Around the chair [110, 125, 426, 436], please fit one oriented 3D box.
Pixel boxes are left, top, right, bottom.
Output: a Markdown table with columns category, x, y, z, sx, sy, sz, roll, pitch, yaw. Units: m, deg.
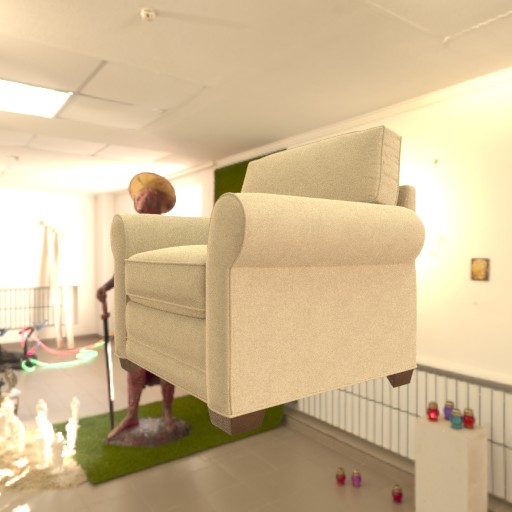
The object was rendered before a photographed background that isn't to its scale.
| category | x | y | z | sx | sy | sz | roll | pitch | yaw |
| --- | --- | --- | --- | --- | --- | --- | --- | --- | --- |
| chair | 0.000 | 0.000 | 1.762 | 0.863 | 0.955 | 1.040 | -1 | 1 | -36 |
